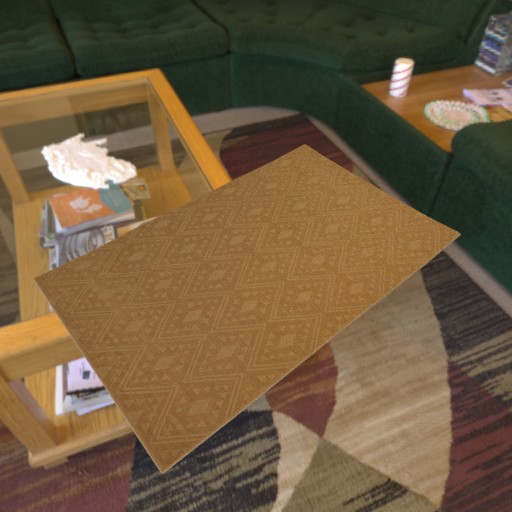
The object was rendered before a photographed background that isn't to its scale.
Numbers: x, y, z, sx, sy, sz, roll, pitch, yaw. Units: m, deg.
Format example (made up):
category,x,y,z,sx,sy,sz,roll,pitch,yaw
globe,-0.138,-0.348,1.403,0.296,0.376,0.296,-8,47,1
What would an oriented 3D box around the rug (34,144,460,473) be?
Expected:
category,x,y,z,sx,sy,sz,roll,pitch,yaw
rug,0.000,0.000,2.966,2.430,0.053,1.553,-31,53,-27
